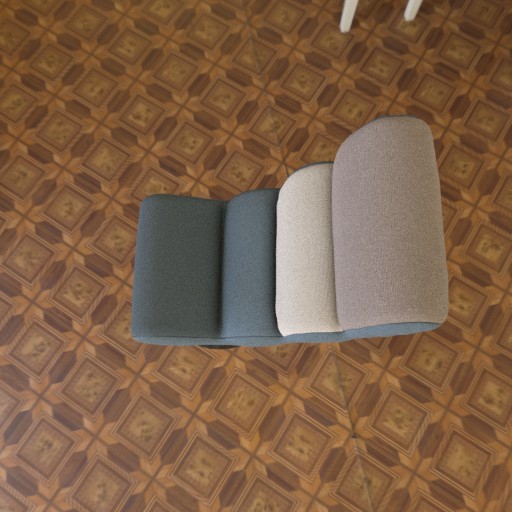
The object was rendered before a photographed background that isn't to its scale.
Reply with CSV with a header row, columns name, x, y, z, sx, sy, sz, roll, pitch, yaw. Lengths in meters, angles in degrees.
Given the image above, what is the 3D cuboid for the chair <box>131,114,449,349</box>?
name,x,y,z,sx,sy,sz,roll,pitch,yaw
chair,0.000,0.000,1.067,0.661,0.641,0.420,0,76,0
